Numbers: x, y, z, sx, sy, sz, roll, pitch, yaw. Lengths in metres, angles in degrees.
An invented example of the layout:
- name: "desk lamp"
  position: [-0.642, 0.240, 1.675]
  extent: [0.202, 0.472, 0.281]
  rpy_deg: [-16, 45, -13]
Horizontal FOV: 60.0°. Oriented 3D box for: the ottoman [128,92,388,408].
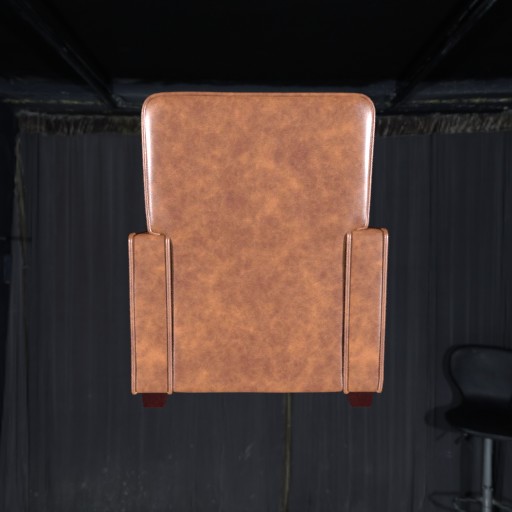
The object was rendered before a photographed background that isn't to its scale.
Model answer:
- name: "ottoman"
  position: [0.000, 0.000, 1.839]
  extent: [0.732, 0.904, 1.314]
  rpy_deg: [0, 0, -1]
